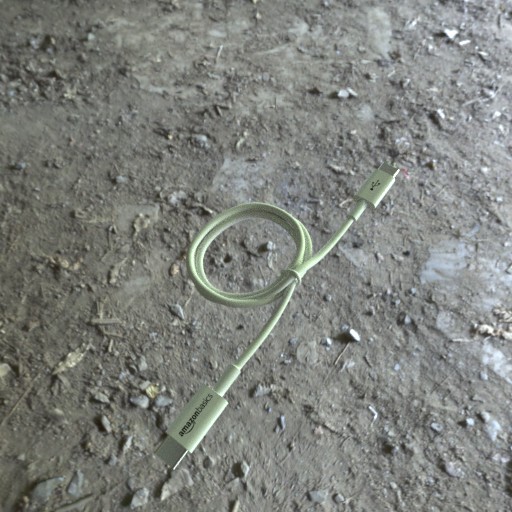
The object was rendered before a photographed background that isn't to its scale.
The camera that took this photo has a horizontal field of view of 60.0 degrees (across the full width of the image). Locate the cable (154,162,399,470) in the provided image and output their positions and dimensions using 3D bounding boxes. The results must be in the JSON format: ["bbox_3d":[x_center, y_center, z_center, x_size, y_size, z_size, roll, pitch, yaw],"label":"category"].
[{"bbox_3d":[0.000,0.000,0.232,0.070,0.014,0.203,31,63,18],"label":"cable"}]
